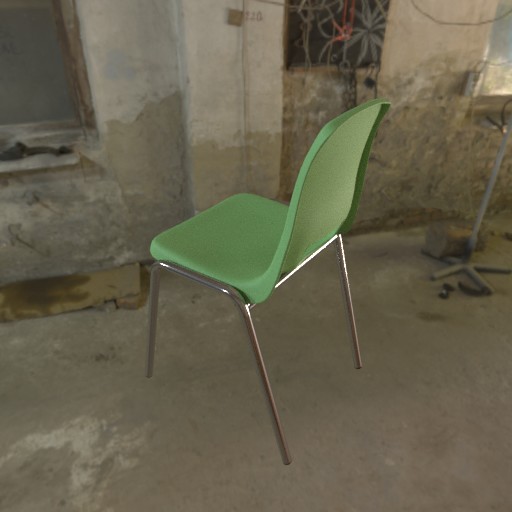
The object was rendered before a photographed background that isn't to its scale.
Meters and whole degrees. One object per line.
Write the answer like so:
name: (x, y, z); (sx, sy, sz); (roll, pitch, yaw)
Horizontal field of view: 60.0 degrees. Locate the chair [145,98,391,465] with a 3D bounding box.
chair: (0.000, 0.000, 0.968); (0.436, 0.704, 0.381); (22, 38, 31)
